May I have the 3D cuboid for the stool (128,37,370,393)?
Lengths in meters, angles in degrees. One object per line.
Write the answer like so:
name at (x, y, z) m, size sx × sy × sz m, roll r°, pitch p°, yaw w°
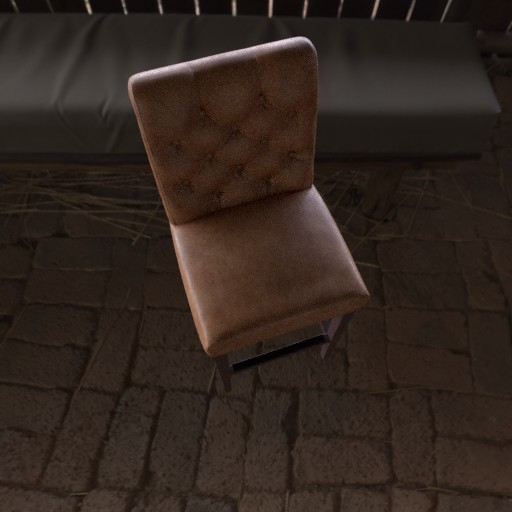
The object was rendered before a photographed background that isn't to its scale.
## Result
stool at (0.000, 0.000, 1.452) m, size 0.493 × 1.140 × 0.601 m, roll -17°, pitch 65°, yaw -8°
